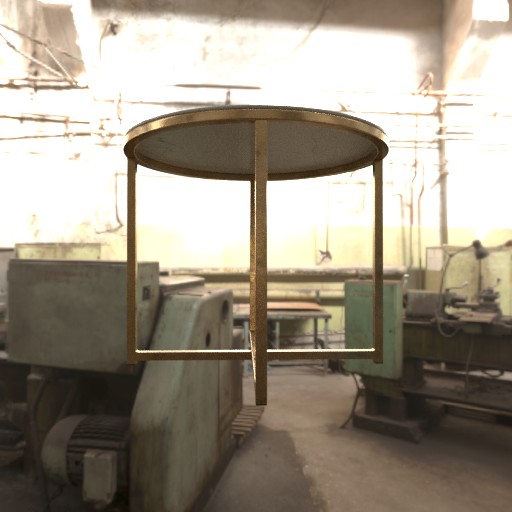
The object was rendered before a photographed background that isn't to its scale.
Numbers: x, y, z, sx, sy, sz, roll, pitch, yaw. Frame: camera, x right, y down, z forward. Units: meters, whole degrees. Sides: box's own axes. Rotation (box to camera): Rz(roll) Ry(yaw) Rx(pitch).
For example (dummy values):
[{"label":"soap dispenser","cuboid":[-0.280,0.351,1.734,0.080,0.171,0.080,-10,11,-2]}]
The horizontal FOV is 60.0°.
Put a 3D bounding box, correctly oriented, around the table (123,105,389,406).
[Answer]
[{"label":"table","cuboid":[0.000,0.000,0.867,0.500,0.420,0.500,0,0,0]}]
